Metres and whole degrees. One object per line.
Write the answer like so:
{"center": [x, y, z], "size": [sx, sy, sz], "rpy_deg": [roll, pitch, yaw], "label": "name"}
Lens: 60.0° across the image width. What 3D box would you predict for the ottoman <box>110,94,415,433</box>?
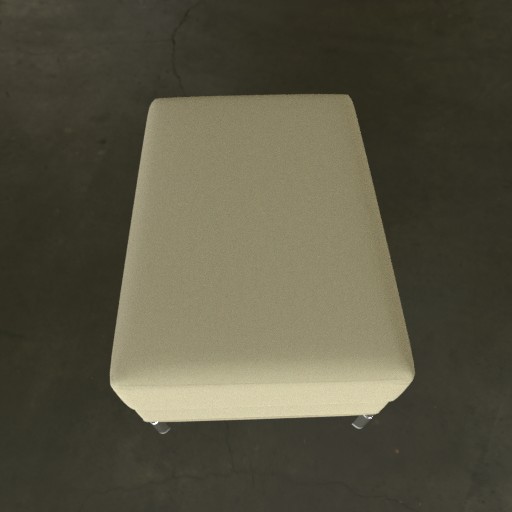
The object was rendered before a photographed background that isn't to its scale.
{"center": [0.000, 0.000, 1.202], "size": [0.581, 0.497, 0.835], "rpy_deg": [-2, 58, -1], "label": "ottoman"}
